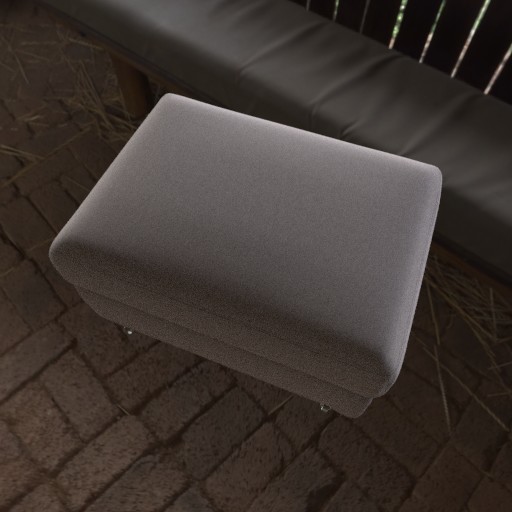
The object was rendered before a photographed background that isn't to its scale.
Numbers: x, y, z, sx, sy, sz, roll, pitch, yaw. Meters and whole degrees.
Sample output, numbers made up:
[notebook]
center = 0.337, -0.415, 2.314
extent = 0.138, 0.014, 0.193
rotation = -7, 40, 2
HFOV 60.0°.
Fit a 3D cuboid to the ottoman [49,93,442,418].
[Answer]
[ottoman]
center = 0.000, 0.000, 1.163
extent = 0.773, 0.497, 0.574
rotation = 19, 61, 11
